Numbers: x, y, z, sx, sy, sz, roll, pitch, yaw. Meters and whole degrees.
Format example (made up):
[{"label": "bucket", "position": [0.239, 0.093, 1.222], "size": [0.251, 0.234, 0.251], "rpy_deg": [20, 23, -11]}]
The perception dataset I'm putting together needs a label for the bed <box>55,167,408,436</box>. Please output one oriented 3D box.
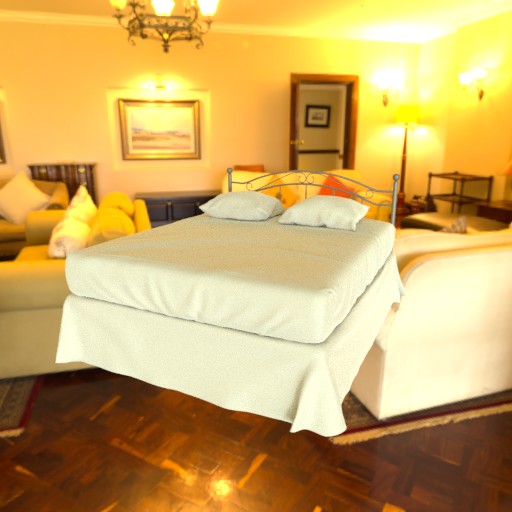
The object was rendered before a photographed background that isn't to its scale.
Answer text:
[{"label": "bed", "position": [0.000, 0.000, 3.234], "size": [1.936, 1.080, 2.215], "rpy_deg": [7, 17, 25]}]
